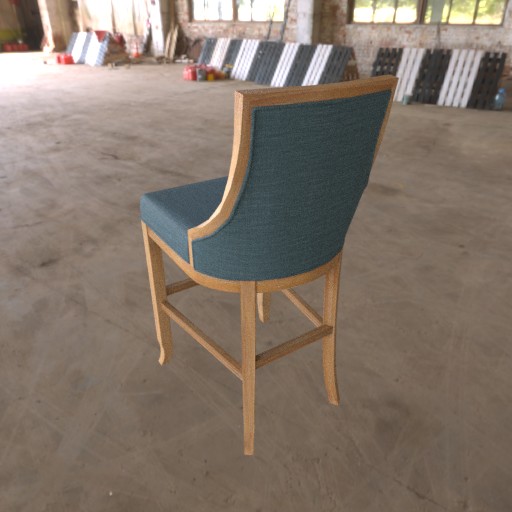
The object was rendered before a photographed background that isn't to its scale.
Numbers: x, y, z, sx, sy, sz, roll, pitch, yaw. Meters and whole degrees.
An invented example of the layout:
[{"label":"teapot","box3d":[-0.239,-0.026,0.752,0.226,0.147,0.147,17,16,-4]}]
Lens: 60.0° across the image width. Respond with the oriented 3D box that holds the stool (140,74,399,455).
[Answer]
[{"label":"stool","box3d":[0.000,0.000,1.411,0.524,1.101,0.626,-18,34,-29]}]
